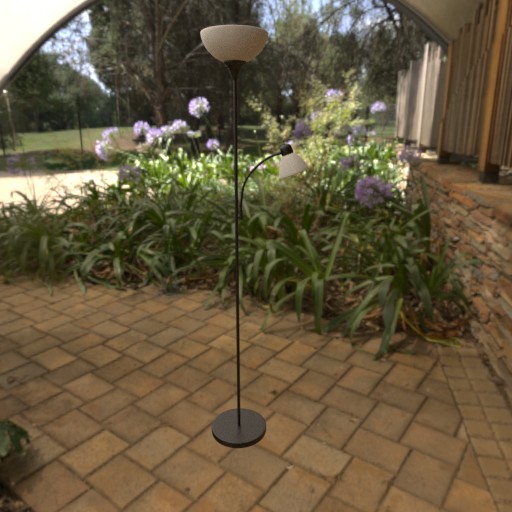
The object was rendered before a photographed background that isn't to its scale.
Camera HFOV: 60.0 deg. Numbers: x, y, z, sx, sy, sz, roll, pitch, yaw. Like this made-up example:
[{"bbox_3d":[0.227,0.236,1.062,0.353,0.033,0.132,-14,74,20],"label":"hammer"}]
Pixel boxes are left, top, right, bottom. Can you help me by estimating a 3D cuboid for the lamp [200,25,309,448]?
[{"bbox_3d":[0.000,0.000,1.965,0.442,1.804,0.279,2,15,7],"label":"lamp"}]
